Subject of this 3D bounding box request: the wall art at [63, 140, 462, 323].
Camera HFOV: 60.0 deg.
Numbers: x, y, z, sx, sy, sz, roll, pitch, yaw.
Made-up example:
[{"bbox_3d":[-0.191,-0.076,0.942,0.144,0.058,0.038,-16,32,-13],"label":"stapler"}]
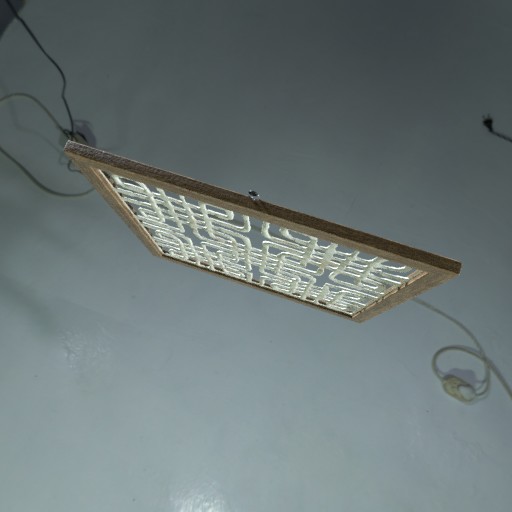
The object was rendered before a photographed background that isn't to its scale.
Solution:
[{"bbox_3d":[0.000,0.000,0.857,0.561,0.582,0.021,18,76,5],"label":"wall art"}]
